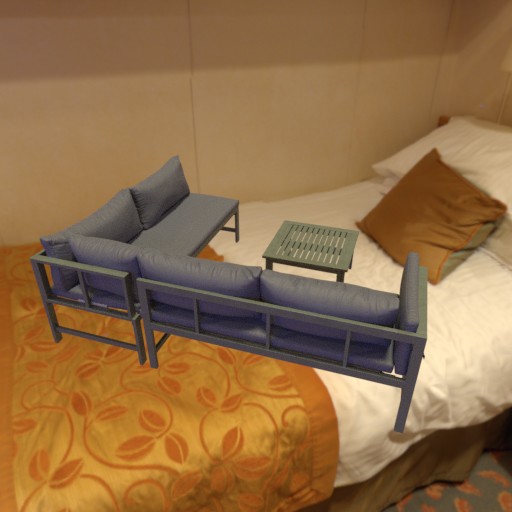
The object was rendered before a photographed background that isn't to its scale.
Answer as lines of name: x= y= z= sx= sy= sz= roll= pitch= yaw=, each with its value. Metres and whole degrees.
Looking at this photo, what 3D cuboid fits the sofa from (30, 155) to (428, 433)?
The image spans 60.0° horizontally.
sofa: x=0.000 y=0.000 z=3.017 sx=2.149 sy=0.762 sz=1.658 roll=10 pitch=32 yaw=16
